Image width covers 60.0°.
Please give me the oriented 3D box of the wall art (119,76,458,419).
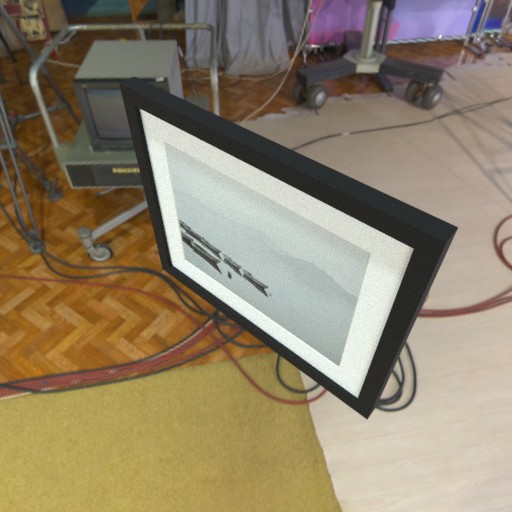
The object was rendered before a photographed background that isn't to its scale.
[{"bbox_3d":[0.000,0.000,0.764,0.554,0.454,0.030,32,55,26],"label":"wall art"}]
